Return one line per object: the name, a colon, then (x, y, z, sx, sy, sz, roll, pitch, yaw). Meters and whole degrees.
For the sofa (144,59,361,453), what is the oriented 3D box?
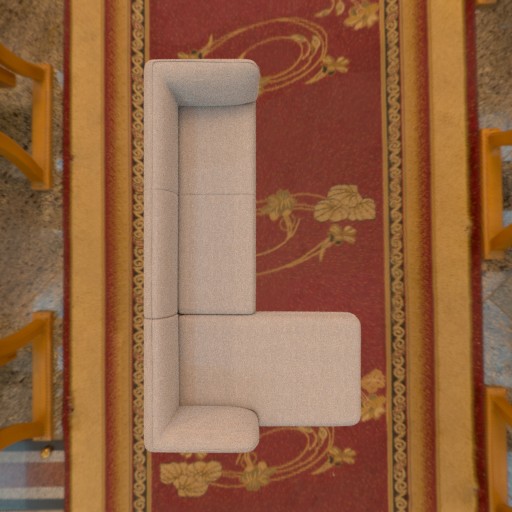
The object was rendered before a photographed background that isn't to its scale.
sofa: (0.000, 0.000, 3.271, 1.532, 0.693, 2.653, 0, 90, 1)
